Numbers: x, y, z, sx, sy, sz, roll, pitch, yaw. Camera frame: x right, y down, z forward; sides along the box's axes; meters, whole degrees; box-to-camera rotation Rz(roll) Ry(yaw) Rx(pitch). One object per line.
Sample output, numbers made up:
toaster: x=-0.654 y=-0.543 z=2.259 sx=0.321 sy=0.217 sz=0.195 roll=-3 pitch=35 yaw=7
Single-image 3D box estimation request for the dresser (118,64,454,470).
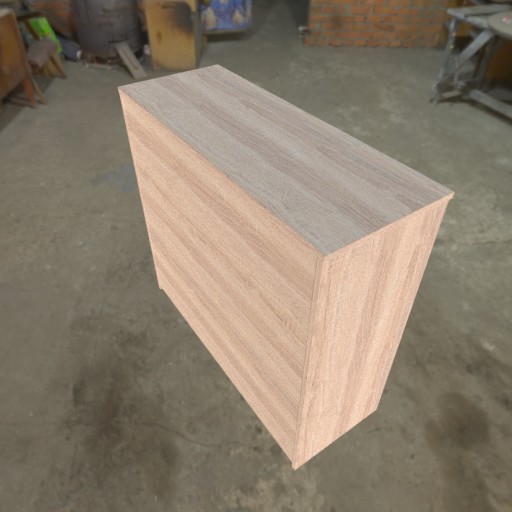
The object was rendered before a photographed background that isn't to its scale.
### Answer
dresser: x=0.000 y=0.000 z=1.471 sx=0.380 sy=0.900 sz=0.980 roll=-25 pitch=47 yaw=-25
